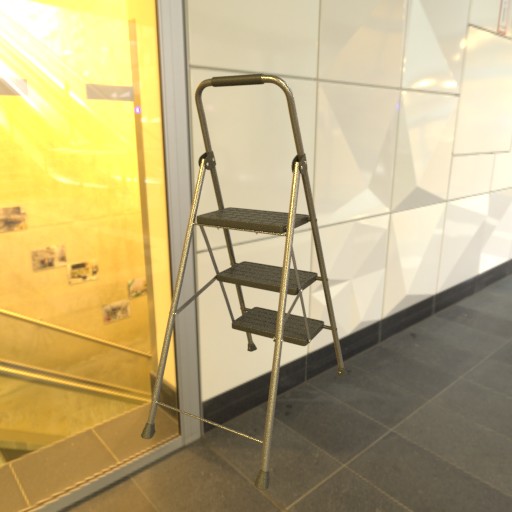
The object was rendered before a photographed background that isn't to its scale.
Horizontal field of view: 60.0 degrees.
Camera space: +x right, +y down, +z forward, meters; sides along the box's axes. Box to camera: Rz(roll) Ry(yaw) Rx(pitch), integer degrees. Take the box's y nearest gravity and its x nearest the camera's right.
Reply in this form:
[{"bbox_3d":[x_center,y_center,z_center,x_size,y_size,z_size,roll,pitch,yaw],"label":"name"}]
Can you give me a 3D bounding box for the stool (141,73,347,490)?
[{"bbox_3d":[0.000,0.000,1.502,0.473,1.121,0.733,9,18,28],"label":"stool"}]
